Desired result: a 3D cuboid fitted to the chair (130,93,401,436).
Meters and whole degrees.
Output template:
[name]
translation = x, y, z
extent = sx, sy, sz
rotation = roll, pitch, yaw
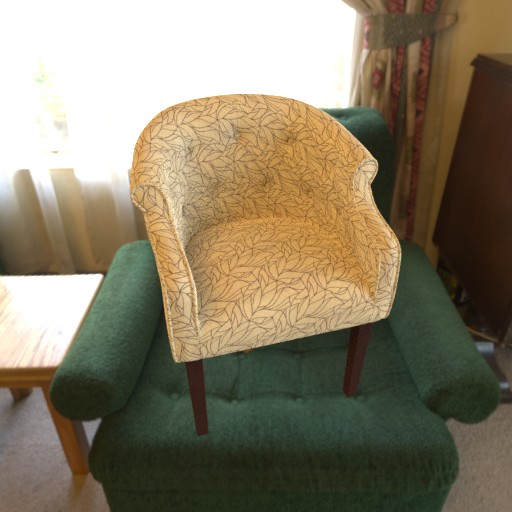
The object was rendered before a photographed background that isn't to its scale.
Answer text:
[chair]
translation = 0.000, 0.000, 1.370
extent = 0.686, 0.858, 0.613
rotation = -9, 33, -15
